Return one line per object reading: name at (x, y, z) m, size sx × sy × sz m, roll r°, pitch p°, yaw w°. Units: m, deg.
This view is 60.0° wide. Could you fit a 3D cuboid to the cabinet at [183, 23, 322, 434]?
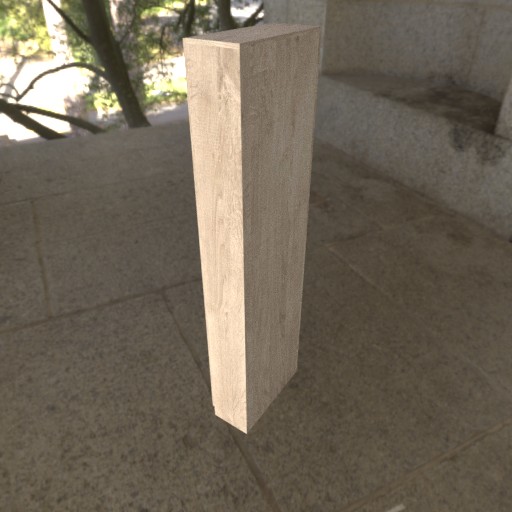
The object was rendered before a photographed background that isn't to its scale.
cabinet at (0.000, 0.000, 1.967) m, size 0.230 × 1.790 × 0.500 m, roll 21°, pitch 39°, yaw 28°
